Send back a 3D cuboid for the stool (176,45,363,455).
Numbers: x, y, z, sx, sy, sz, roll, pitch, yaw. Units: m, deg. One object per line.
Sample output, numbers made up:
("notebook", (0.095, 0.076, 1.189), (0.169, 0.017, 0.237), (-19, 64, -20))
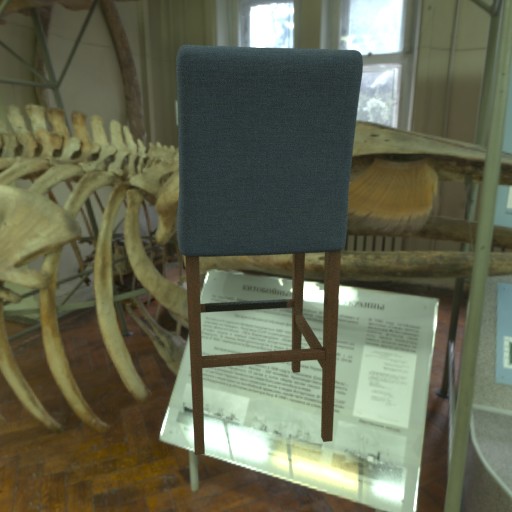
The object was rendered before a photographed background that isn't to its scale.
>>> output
("stool", (0.000, 0.000, 1.348), (0.470, 1.078, 0.577), (-2, 15, -8))
